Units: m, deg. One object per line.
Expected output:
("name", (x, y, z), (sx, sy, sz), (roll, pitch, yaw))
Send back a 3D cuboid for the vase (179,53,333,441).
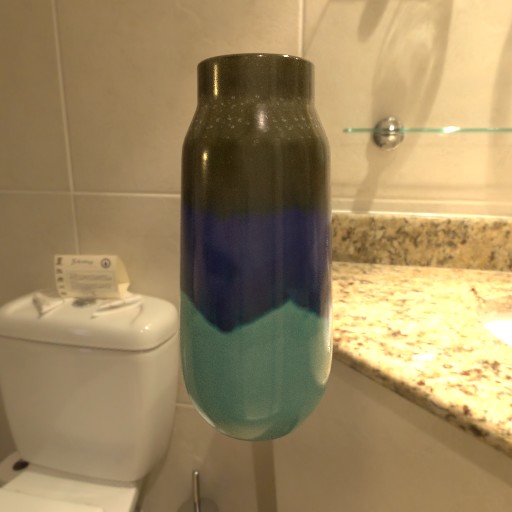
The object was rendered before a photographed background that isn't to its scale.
("vase", (0.000, 0.000, 0.388), (0.139, 0.313, 0.139), (0, 14, 0))
